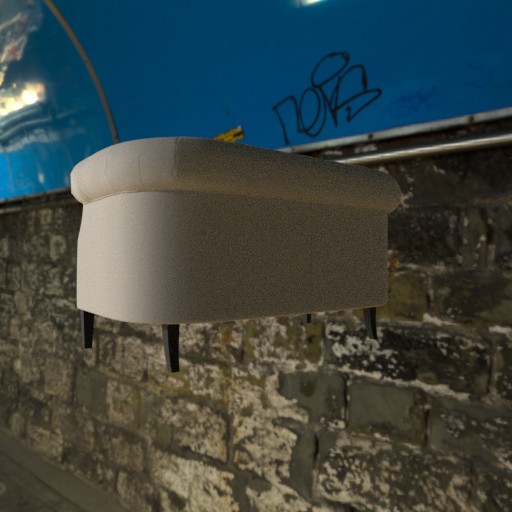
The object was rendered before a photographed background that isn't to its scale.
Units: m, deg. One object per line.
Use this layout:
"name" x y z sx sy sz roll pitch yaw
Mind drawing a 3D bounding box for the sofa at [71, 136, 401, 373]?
"sofa" 0.000 0.000 2.098 1.558 0.827 0.835 0 -1 -37
